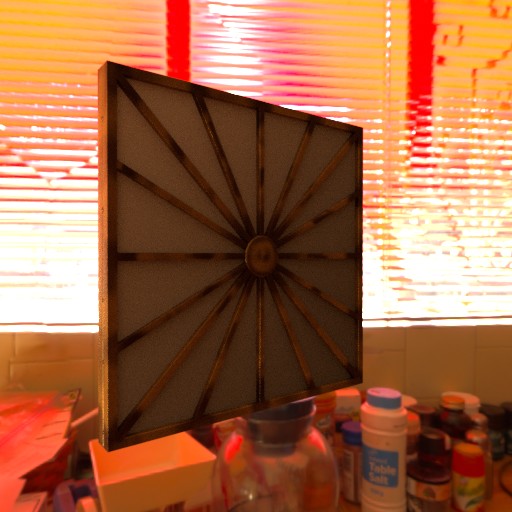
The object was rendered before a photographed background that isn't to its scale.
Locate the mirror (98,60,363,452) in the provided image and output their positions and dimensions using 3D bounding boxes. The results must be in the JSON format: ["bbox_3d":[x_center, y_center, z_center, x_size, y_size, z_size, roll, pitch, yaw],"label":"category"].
[{"bbox_3d":[0.000,0.000,0.739,0.509,0.507,0.042,0,0,-37],"label":"mirror"}]
